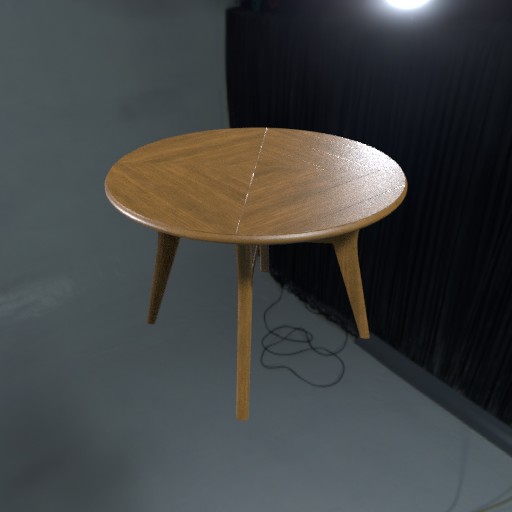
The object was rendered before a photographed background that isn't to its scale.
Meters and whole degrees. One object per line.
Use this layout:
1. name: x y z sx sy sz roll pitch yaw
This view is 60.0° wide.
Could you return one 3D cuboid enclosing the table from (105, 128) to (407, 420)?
1. table: 0.000 0.000 1.797 1.055 0.757 1.055 0 31 0
